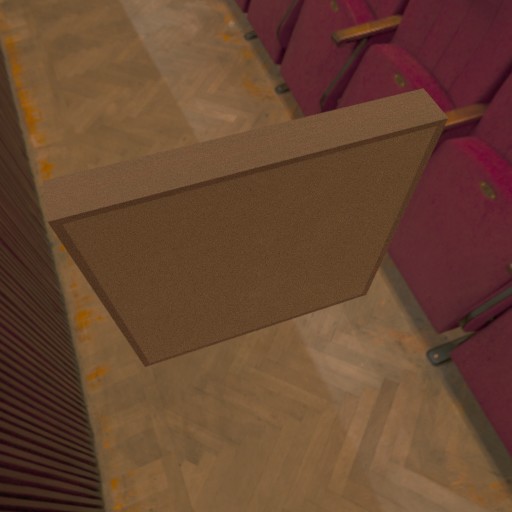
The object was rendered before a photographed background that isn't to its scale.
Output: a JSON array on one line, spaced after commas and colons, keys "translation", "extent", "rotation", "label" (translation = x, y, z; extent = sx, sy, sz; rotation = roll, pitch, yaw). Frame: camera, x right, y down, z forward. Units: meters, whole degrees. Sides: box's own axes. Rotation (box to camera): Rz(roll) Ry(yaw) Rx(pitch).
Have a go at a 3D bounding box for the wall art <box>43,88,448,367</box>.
[{"translation": [0.000, 0.000, 0.457], "extent": [0.304, 0.303, 0.038], "rotation": [-16, 60, -10], "label": "wall art"}]
